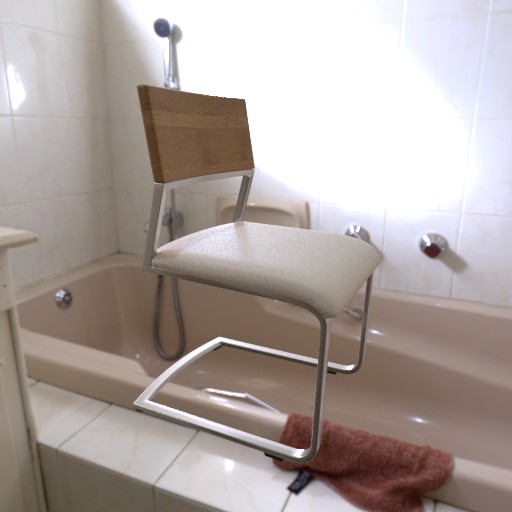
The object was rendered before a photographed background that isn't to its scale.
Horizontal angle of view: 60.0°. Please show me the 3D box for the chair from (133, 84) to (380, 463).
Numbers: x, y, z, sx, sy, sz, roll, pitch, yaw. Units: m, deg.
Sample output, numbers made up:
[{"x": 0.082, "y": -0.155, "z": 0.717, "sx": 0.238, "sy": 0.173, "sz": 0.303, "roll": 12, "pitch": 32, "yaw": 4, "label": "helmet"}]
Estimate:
[{"x": 0.000, "y": 0.000, "z": 1.198, "sx": 0.585, "sy": 0.844, "sz": 0.467, "roll": 7, "pitch": 17, "yaw": 25, "label": "chair"}]
